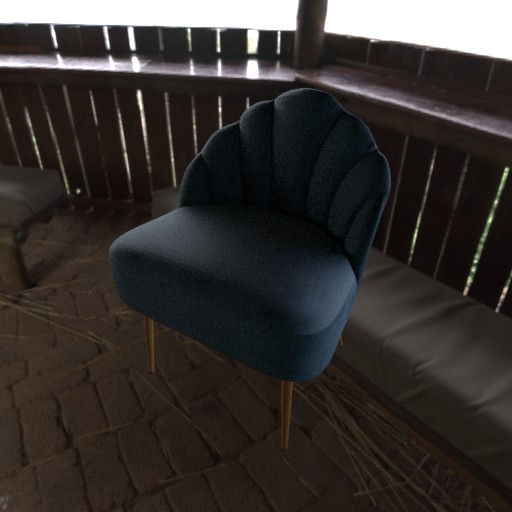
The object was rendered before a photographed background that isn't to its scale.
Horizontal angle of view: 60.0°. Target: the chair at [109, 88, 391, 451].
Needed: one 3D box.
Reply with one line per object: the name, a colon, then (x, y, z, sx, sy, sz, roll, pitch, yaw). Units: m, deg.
chair: (0.000, 0.000, 1.269, 0.657, 0.819, 0.599, 19, 37, 28)
